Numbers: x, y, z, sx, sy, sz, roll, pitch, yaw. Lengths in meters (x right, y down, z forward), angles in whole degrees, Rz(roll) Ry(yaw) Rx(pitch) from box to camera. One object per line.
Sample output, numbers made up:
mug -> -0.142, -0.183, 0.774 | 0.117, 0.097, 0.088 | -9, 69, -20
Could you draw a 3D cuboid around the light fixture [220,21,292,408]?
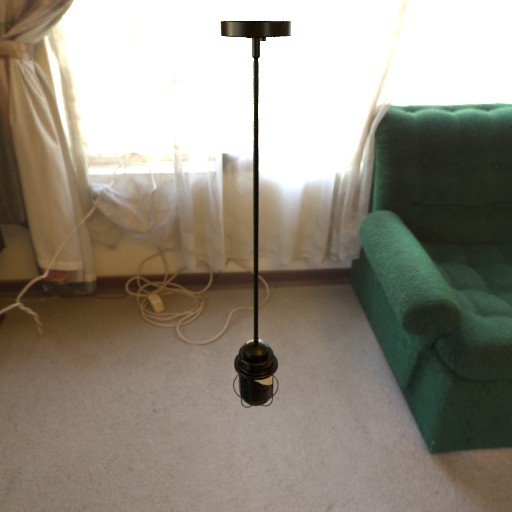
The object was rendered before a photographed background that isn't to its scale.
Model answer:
light fixture -> 0.000, 0.000, 0.982 | 0.123, 0.920, 0.123 | -10, 31, -18
